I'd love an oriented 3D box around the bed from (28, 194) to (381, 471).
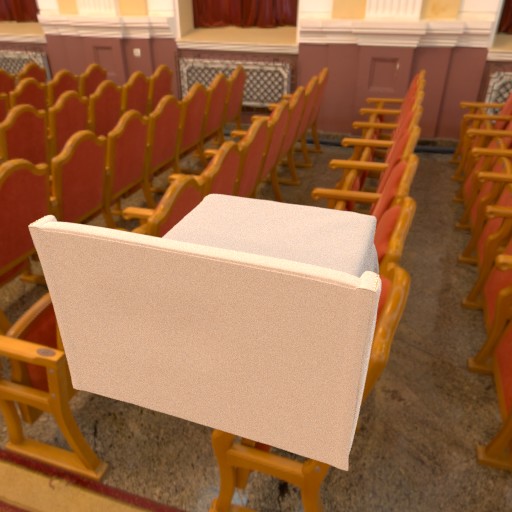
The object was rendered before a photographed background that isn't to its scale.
[{"bbox_3d":[0.000,0.000,3.418,1.925,1.332,2.276,10,32,16],"label":"bed"}]
